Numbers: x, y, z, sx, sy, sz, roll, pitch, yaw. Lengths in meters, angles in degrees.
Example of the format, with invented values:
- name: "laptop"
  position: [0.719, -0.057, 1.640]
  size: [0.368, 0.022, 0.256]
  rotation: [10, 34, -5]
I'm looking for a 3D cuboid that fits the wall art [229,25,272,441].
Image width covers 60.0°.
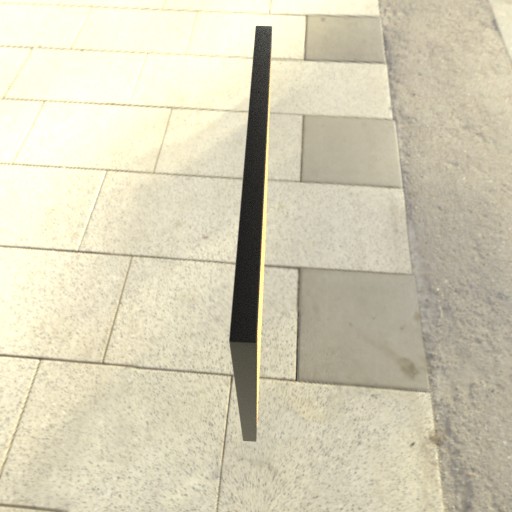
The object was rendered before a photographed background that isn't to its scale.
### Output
- name: "wall art"
  position: [0.000, 0.000, 1.125]
  size: [0.038, 0.761, 0.755]
  rotation: [2, 58, 1]
